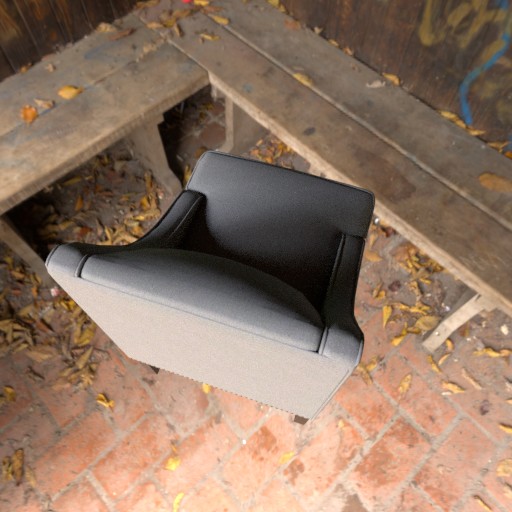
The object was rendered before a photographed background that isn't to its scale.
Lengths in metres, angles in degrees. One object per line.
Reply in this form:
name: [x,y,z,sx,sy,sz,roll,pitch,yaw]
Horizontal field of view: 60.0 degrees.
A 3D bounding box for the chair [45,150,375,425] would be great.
chair: [0.000,0.000,1.340,0.631,0.867,0.747,16,63,8]
